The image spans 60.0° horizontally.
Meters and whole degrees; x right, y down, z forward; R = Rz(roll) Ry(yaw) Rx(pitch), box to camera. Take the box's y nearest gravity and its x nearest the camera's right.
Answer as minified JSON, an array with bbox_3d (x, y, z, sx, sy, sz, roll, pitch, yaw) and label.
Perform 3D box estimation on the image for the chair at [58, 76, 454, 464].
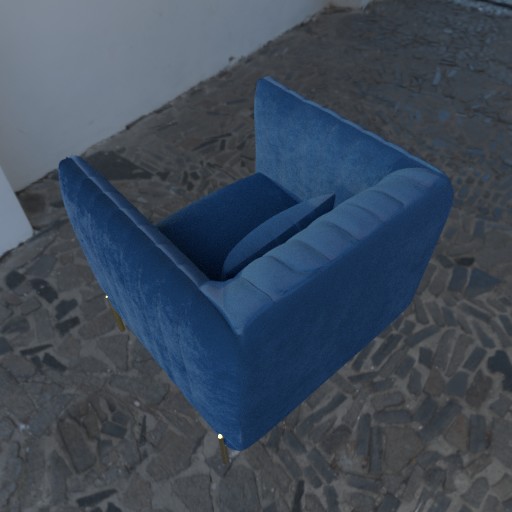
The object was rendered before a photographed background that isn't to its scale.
[{"bbox_3d":[0.000,0.000,1.578,0.947,0.793,0.877,-33,55,-26],"label":"chair"}]
